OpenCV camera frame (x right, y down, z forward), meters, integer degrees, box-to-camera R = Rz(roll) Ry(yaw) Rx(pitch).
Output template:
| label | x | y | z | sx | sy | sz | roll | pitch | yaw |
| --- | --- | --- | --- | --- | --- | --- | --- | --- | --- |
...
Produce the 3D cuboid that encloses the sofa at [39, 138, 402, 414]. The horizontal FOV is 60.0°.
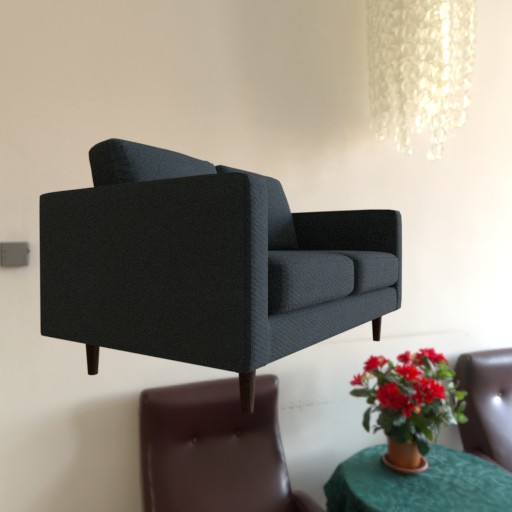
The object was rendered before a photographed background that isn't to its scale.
| label | x | y | z | sx | sy | sz | roll | pitch | yaw |
| --- | --- | --- | --- | --- | --- | --- | --- | --- | --- |
| sofa | 0.000 | 0.000 | 2.061 | 0.999 | 0.930 | 1.518 | 1 | 1 | 33 |
